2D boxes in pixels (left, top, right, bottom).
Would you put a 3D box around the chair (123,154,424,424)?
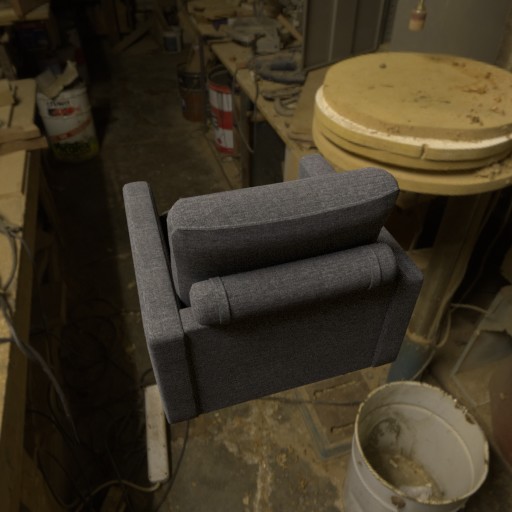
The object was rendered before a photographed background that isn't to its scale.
[{"bbox_3d":[0.000,0.000,1.568,0.821,0.880,0.843,-12,43,-13],"label":"chair"}]
